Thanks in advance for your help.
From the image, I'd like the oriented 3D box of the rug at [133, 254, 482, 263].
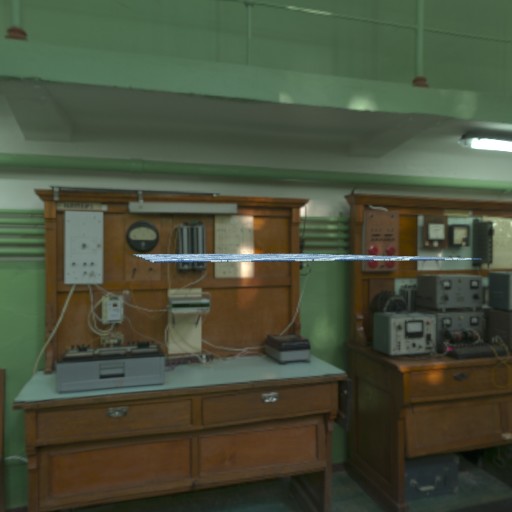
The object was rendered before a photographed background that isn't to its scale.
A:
[{"bbox_3d":[0.000,0.000,2.232,1.153,0.010,1.755,0,1,-17],"label":"rug"}]
